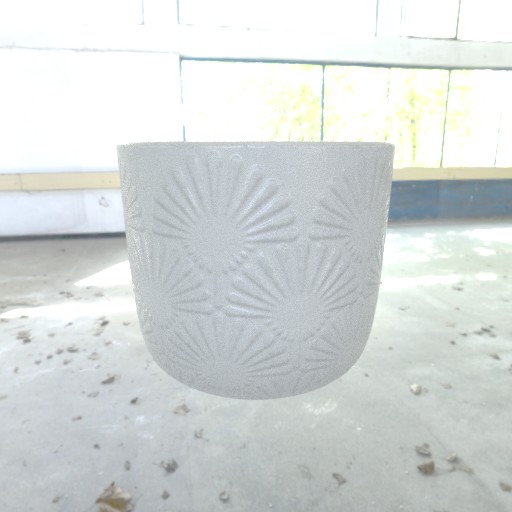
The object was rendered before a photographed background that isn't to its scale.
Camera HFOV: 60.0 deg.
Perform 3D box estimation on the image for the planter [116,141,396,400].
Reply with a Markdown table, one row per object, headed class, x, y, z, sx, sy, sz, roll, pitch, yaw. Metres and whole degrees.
| class | x | y | z | sx | sy | sz | roll | pitch | yaw |
| --- | --- | --- | --- | --- | --- | --- | --- | --- | --- |
| planter | 0.000 | 0.000 | 0.218 | 0.124 | 0.109 | 0.124 | 0 | 14 | 0 |
